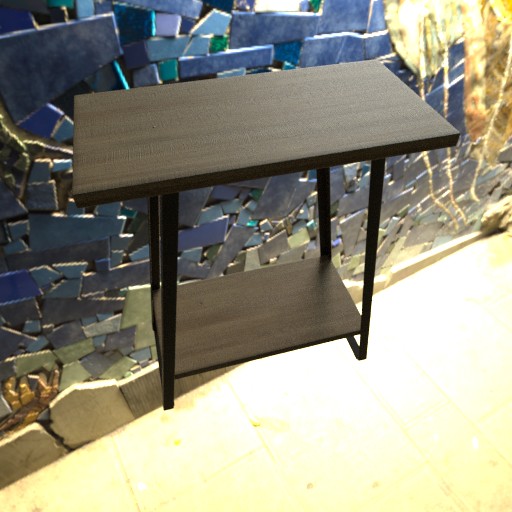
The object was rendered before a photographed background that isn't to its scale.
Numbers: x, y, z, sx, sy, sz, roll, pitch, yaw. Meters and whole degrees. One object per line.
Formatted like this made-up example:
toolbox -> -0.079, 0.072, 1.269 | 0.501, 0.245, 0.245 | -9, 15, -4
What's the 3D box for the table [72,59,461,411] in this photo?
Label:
table -> 0.000, 0.000, 1.007 | 0.599, 0.701, 0.300 | -11, 47, -11
